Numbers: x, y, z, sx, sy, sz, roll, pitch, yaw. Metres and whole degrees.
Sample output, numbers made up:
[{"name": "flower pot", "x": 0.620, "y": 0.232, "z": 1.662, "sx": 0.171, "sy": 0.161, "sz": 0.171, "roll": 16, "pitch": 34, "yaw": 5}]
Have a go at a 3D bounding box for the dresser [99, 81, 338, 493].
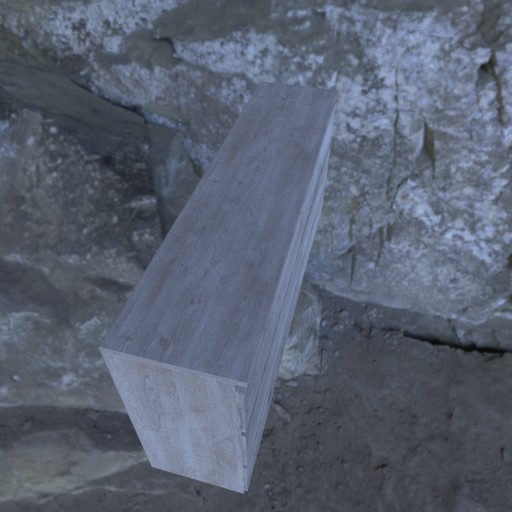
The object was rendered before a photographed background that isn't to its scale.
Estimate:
[{"name": "dresser", "x": 0.000, "y": 0.000, "z": 1.881, "sx": 0.390, "sy": 0.795, "sz": 1.590, "roll": 11, "pitch": 46, "yaw": 10}]
